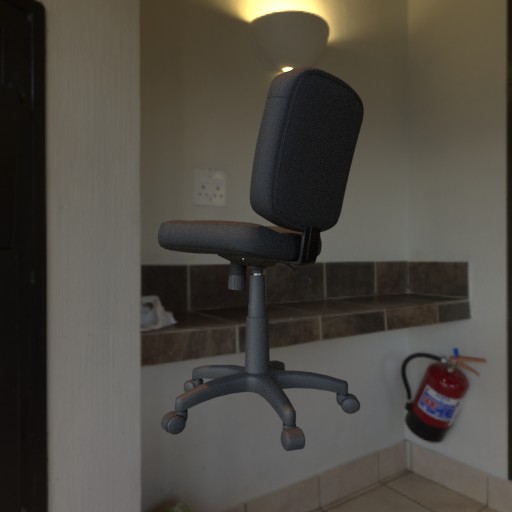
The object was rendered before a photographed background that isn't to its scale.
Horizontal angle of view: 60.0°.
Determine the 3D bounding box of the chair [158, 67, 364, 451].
[{"bbox_3d":[0.000,0.000,1.391,0.610,0.972,0.610,0,0,37],"label":"chair"}]
